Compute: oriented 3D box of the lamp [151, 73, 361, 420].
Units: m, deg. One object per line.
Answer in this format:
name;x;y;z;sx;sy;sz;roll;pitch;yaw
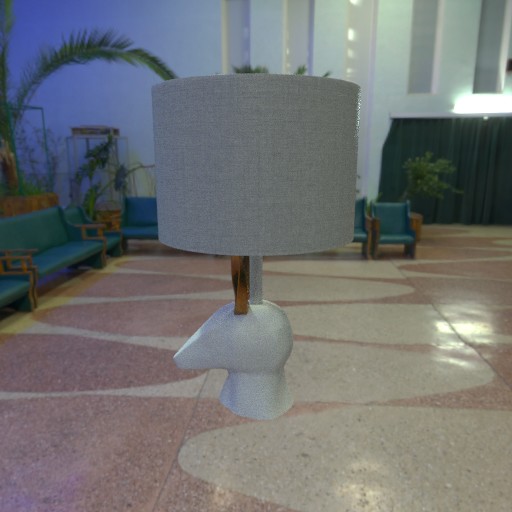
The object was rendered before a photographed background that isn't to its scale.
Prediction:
lamp;0.000;0.000;0.701;0.298;0.503;0.298;2;13;8
